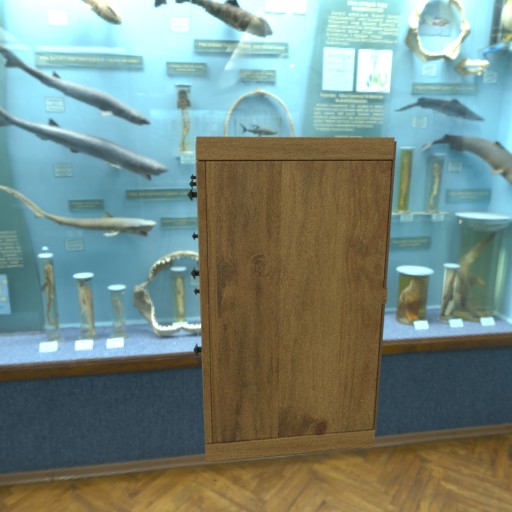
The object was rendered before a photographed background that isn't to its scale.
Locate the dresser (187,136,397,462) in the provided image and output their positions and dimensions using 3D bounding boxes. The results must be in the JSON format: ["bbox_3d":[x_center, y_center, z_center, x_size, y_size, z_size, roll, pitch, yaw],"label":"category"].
[{"bbox_3d":[0.000,0.000,1.663,0.479,0.825,1.261,-2,13,-7],"label":"dresser"}]
